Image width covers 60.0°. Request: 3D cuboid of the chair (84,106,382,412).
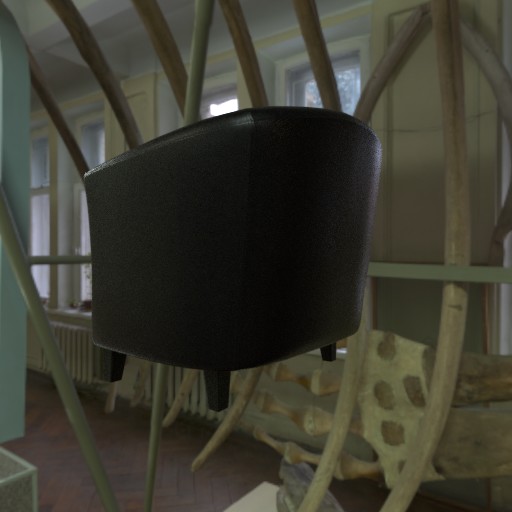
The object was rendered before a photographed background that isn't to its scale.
[{"bbox_3d":[0.000,0.000,1.411,0.727,0.756,0.793,0,1,36],"label":"chair"}]
